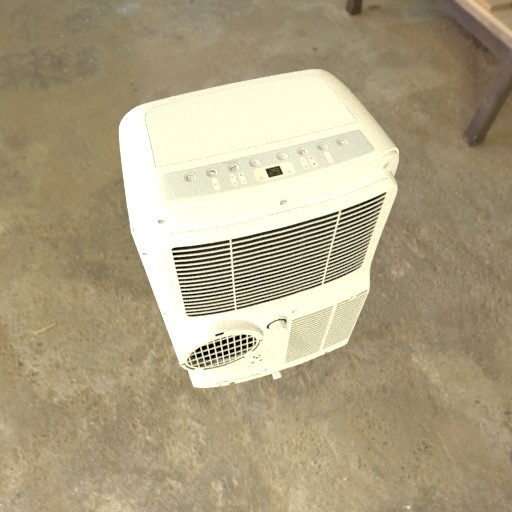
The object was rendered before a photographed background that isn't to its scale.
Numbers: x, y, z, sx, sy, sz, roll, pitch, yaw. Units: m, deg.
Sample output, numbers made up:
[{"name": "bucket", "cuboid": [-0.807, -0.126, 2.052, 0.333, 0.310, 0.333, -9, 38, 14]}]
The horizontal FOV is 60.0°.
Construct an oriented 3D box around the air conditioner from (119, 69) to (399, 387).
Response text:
[{"name": "air conditioner", "cuboid": [0.000, 0.000, 0.951, 0.454, 0.700, 0.365, -15, 59, -9]}]
